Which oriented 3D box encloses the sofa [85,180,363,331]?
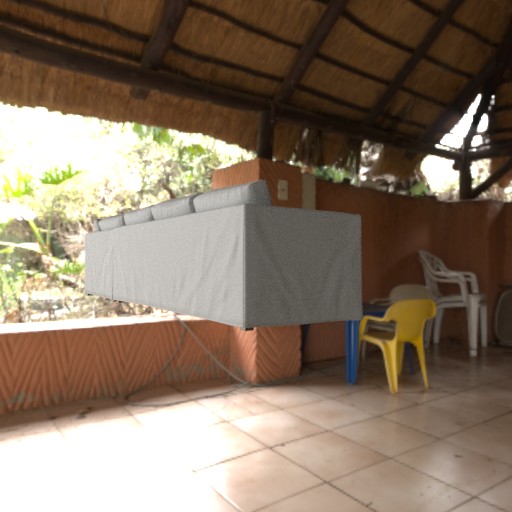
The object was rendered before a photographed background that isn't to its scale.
[{"bbox_3d":[0.000,0.000,4.322,2.432,0.871,3.182,1,-1,-36],"label":"sofa"}]
